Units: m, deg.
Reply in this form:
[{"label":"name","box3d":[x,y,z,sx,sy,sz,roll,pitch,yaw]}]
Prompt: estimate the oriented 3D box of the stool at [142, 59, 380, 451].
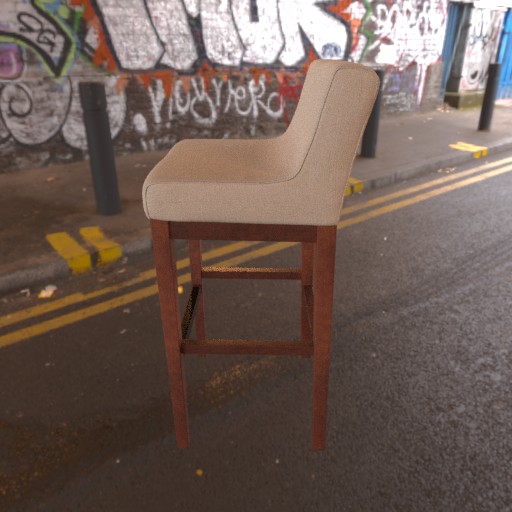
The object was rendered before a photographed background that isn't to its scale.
[{"label":"stool","box3d":[0.000,0.000,1.282,0.500,1.037,0.511,0,25,1]}]
